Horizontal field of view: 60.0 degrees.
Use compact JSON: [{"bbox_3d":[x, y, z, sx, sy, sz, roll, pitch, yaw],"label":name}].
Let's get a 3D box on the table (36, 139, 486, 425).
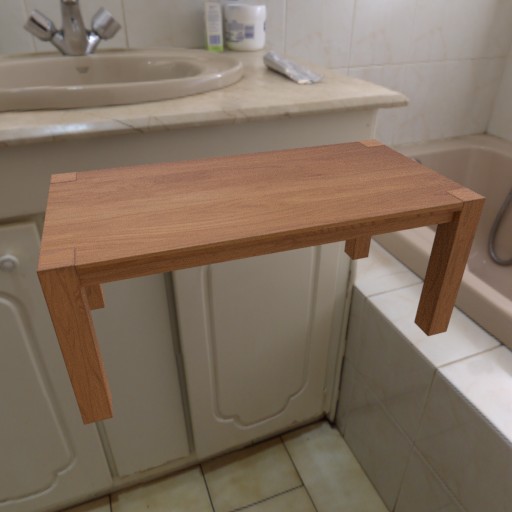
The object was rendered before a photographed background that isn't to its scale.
[{"bbox_3d":[0.000,0.000,2.237,1.800,0.760,0.900,-10,33,-16],"label":"table"}]
